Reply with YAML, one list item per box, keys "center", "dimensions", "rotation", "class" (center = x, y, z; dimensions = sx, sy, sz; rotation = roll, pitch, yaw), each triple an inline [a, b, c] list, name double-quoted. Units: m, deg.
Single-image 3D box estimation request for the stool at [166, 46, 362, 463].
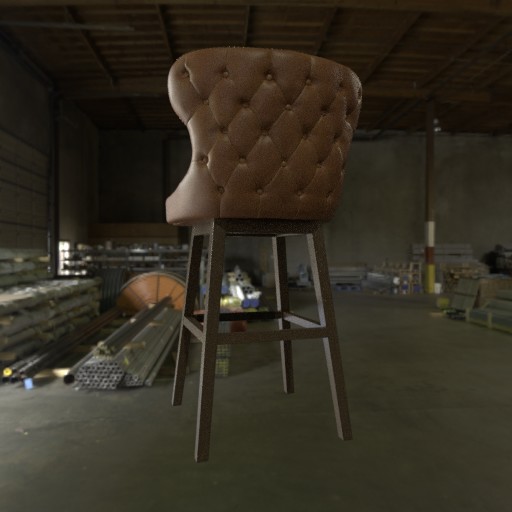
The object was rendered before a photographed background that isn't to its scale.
- center: [0.000, 0.000, 1.430]
  dimensions: [0.591, 1.087, 0.606]
  rotation: [0, 1, -18]
  class: "stool"
